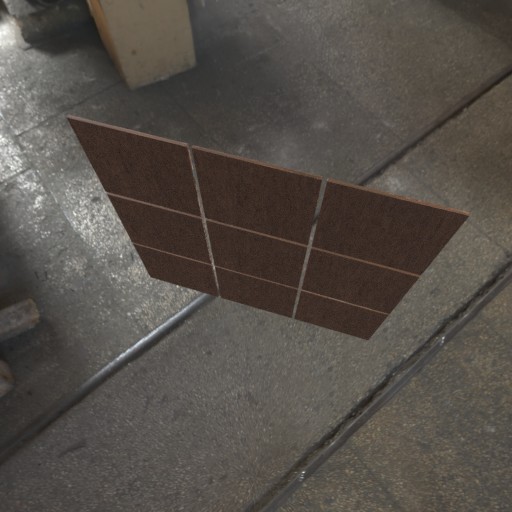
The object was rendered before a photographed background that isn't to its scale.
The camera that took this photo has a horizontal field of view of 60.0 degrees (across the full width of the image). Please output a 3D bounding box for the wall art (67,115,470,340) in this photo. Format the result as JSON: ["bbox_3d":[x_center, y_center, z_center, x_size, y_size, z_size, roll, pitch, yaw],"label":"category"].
[{"bbox_3d":[0.000,0.000,2.295,1.527,1.525,0.014,15,64,8],"label":"wall art"}]
